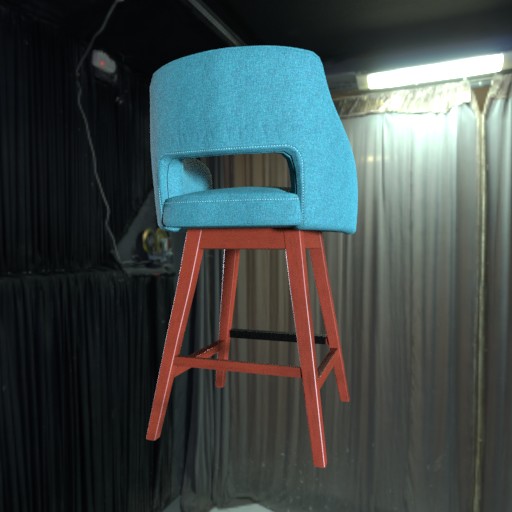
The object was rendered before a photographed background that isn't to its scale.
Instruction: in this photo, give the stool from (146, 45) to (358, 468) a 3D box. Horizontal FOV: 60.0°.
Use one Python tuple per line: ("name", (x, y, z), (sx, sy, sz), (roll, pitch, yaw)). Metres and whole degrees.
("stool", (0.000, 0.000, 1.274), (0.548, 0.961, 0.556), (1, 2, 19))
